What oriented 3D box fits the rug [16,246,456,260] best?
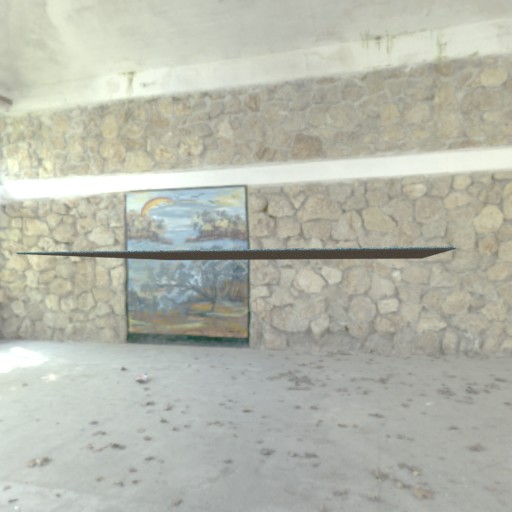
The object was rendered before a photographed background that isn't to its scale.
[{"bbox_3d":[0.000,0.000,4.072,3.050,0.016,2.441,0,-2,16],"label":"rug"}]
